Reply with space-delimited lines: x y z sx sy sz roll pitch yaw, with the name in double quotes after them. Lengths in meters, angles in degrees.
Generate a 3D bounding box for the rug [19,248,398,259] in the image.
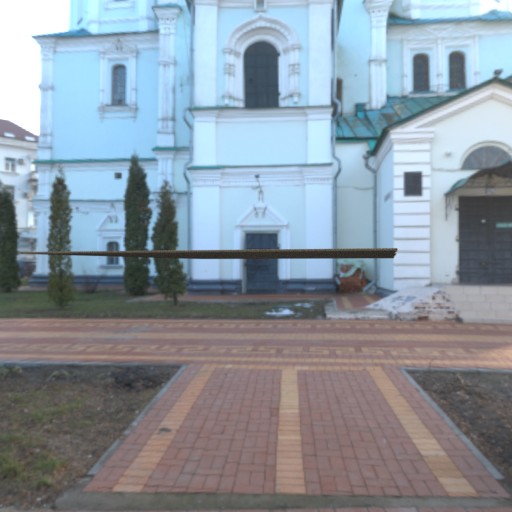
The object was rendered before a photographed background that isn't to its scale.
0.000 0.000 4.106 2.471 0.012 3.034 0 -1 17 "rug"
